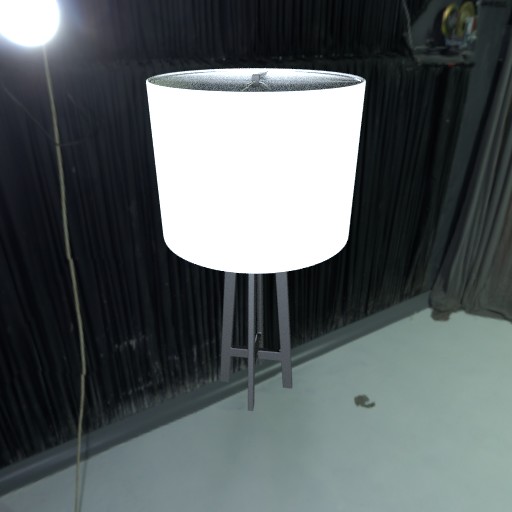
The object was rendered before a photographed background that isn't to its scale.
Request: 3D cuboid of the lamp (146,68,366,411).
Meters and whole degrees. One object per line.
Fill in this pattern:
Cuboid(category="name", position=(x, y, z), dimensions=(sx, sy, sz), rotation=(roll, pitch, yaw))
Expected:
Cuboid(category="lamp", position=(0.000, 0.000, 0.644), dimensions=(0.257, 0.489, 0.257), rotation=(-19, 33, -32))
